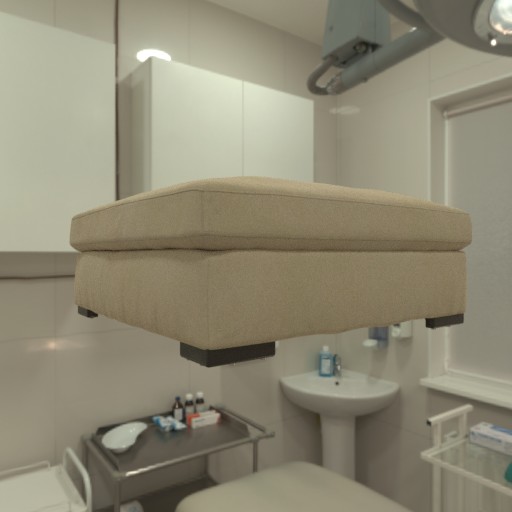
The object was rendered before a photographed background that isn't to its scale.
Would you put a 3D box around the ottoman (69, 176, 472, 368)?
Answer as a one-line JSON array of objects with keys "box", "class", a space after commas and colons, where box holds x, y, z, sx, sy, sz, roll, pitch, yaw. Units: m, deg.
[{"box": [0.000, 0.000, 1.809, 1.190, 0.522, 1.205, 0, 0, -36], "class": "ottoman"}]
